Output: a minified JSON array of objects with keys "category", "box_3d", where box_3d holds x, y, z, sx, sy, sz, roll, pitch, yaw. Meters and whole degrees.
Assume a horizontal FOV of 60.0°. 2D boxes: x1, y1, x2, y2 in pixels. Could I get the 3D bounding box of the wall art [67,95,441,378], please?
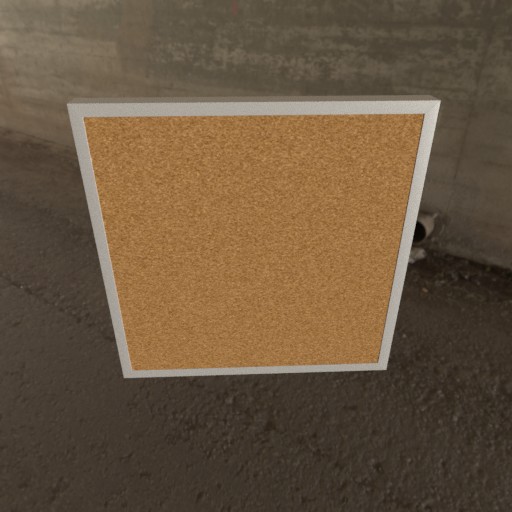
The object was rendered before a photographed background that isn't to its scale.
[{"category":"wall art","box_3d":[0.000,0.000,0.744,0.506,0.505,0.038,-1,30,-2]}]
